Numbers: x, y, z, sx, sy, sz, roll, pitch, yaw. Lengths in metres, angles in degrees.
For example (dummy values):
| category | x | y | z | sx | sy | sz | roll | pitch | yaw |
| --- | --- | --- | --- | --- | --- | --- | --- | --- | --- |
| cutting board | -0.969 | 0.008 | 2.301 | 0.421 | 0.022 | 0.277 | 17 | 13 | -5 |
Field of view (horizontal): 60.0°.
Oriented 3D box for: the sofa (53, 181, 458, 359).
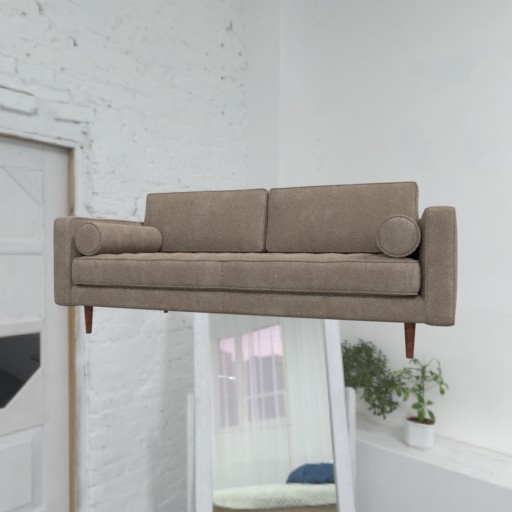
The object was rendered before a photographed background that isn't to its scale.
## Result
| category | x | y | z | sx | sy | sz | roll | pitch | yaw |
| --- | --- | --- | --- | --- | --- | --- | --- | --- | --- |
| sofa | 0.000 | 0.000 | 2.312 | 1.883 | 0.769 | 0.920 | 0 | 1 | 19 |
